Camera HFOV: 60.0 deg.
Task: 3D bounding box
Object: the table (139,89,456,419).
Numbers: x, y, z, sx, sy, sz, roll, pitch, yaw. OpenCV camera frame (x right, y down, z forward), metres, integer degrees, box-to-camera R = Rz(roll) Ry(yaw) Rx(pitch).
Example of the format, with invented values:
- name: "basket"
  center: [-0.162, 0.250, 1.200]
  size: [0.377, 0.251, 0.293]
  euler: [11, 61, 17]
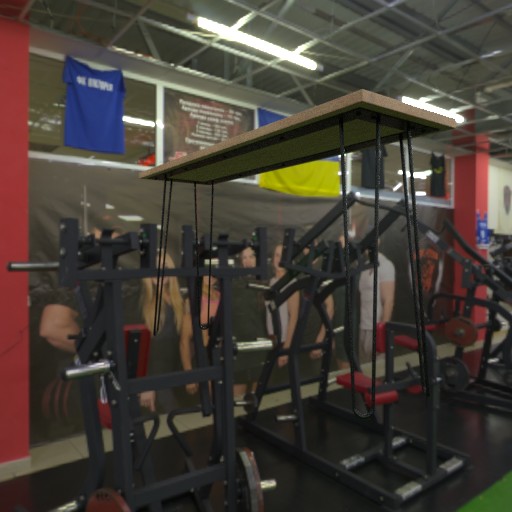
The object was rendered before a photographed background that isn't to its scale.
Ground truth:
- name: "table"
  center: [0.000, 0.000, 1.720]
  size: [0.399, 0.799, 1.400]
  euler: [-1, 1, -36]
